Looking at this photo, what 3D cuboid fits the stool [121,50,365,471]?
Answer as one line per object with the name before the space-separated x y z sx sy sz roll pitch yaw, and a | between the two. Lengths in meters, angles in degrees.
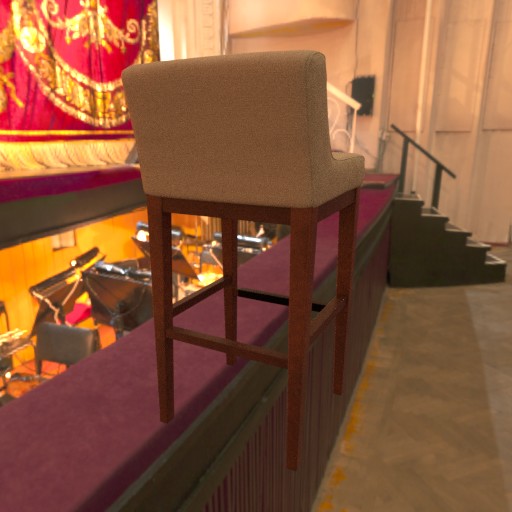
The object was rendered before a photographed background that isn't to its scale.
stool | 0.000 0.000 1.310 0.511 1.037 0.500 8 18 26
